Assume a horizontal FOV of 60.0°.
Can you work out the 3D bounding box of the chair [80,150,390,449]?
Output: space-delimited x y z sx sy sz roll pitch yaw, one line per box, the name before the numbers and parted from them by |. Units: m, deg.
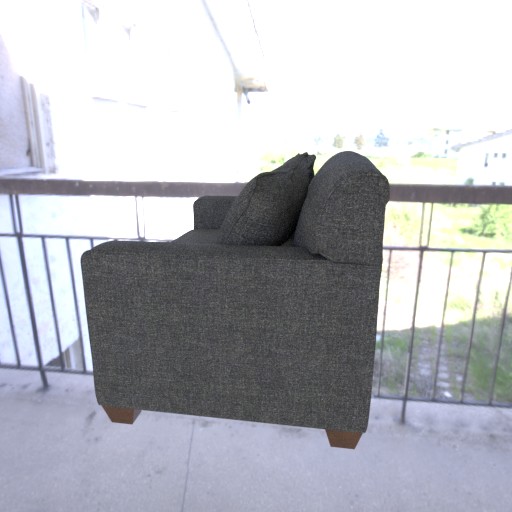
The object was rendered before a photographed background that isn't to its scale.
chair | 0.000 0.000 2.041 1.000 0.948 1.383 3 15 9
